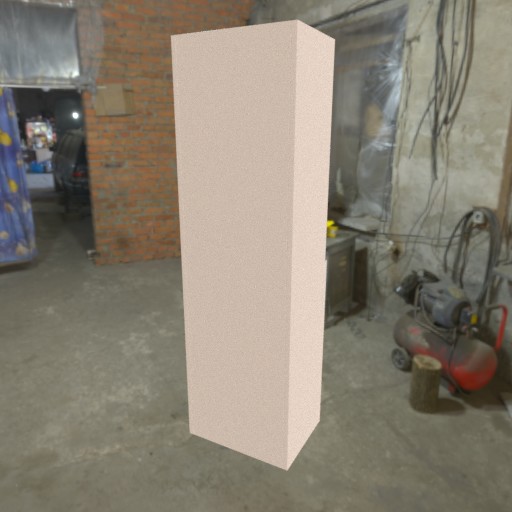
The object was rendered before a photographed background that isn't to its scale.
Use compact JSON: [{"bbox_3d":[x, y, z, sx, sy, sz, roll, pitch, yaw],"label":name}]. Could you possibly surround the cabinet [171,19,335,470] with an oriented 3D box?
[{"bbox_3d":[0.000,0.000,1.504,0.400,1.350,0.300,8,18,27],"label":"cabinet"}]
